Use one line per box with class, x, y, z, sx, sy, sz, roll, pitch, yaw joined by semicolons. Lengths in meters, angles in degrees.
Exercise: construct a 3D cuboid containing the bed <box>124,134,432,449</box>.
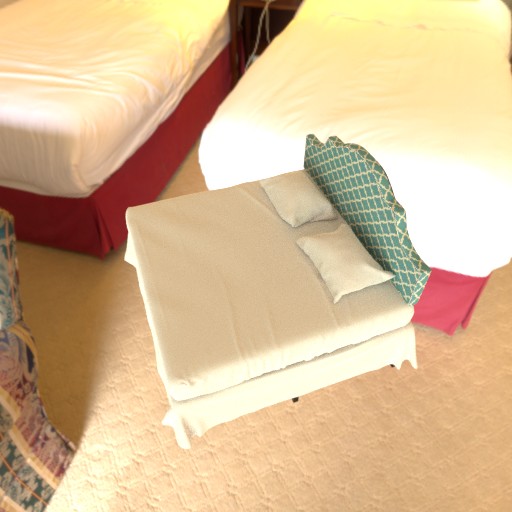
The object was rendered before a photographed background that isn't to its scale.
bed;0.000;0.000;3.841;2.222;1.601;2.314;-15;48;-14
